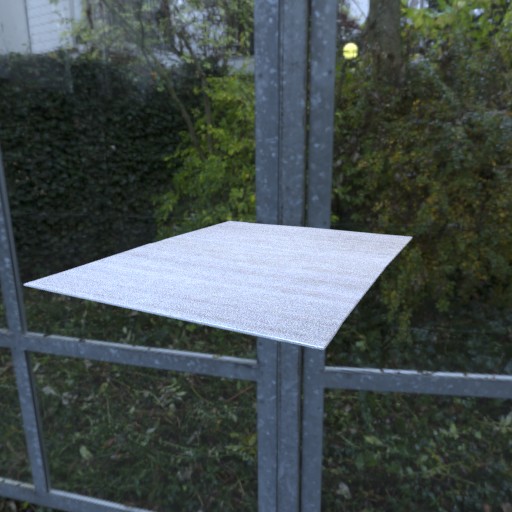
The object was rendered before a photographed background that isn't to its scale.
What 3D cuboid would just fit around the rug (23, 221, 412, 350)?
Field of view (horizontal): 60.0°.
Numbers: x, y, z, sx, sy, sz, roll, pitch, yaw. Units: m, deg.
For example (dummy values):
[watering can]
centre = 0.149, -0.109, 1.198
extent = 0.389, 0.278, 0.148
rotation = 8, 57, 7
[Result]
[rug]
centre = 0.000, 0.000, 4.327
extent = 2.467, 0.046, 3.245
rotation = 7, 16, 26
